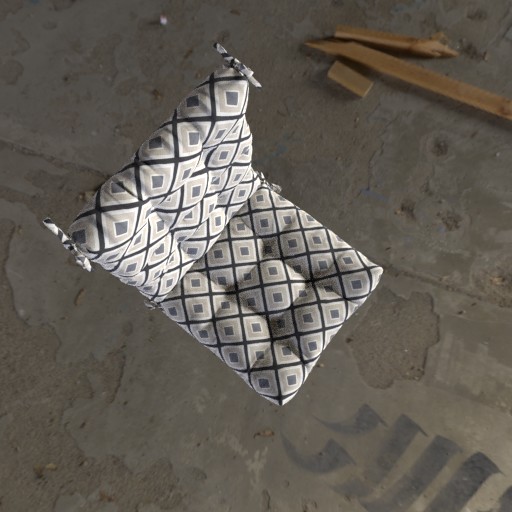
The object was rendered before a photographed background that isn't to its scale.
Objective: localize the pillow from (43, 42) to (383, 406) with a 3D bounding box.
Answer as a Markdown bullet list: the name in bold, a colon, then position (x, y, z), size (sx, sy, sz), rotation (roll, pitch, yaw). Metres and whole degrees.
- **pillow**: position (0.000, 0.000, 1.037), size (0.571, 0.605, 0.519), rotation (38, 79, 8)
